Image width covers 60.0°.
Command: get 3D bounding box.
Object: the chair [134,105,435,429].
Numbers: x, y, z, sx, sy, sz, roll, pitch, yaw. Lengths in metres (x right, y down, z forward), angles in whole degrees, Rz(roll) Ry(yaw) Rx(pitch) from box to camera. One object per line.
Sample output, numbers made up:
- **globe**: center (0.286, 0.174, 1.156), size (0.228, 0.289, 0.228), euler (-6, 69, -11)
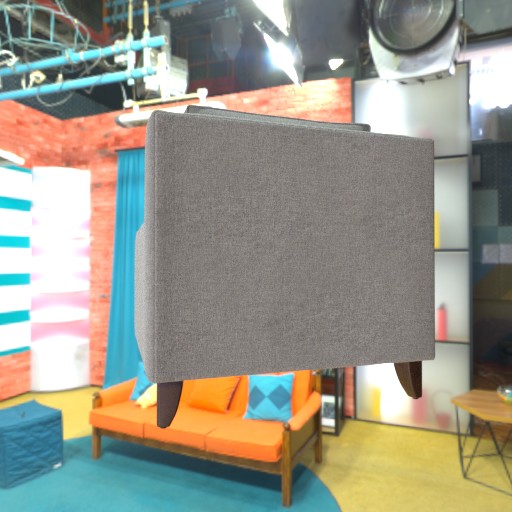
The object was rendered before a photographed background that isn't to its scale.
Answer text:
- **chair**: center (0.000, 0.000, 1.605), size (0.838, 0.864, 0.918), euler (0, -1, -18)
